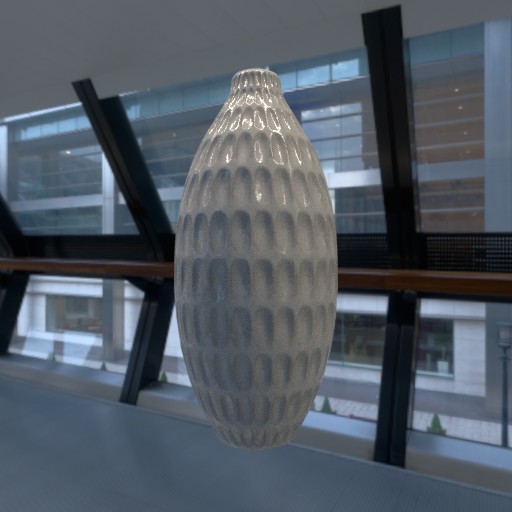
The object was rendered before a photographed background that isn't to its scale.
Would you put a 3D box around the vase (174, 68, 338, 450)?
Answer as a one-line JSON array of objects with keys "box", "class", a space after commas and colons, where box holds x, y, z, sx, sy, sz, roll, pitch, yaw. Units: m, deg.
[{"box": [0.000, 0.000, 0.350, 0.127, 0.282, 0.127, 0, 0, 0], "class": "vase"}]
